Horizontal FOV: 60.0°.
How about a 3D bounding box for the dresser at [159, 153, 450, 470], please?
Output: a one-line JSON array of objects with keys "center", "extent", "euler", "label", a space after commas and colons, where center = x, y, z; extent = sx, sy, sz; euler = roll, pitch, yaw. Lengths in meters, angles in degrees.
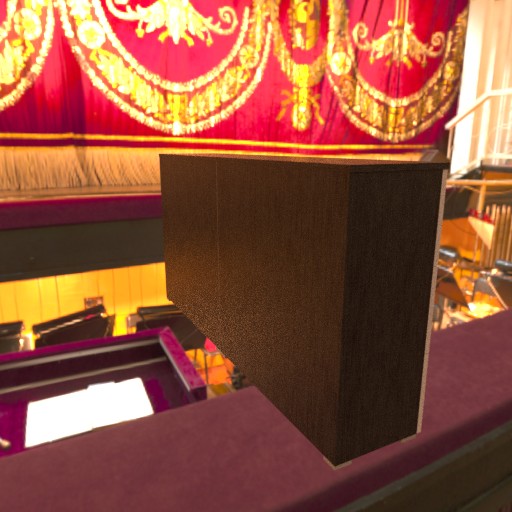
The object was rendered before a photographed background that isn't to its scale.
[{"center": [0.000, 0.000, 1.804], "extent": [0.333, 0.790, 1.535], "euler": [-7, 16, -27], "label": "dresser"}]
